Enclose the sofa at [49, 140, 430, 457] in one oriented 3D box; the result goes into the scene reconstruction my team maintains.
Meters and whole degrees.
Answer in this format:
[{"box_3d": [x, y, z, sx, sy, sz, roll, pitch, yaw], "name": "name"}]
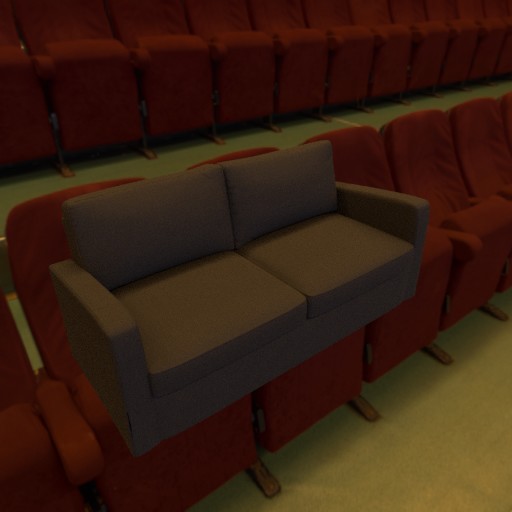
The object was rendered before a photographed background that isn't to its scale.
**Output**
[{"box_3d": [0.000, 0.000, 2.315, 1.852, 0.839, 0.898, -21, 36, -32], "name": "sofa"}]
